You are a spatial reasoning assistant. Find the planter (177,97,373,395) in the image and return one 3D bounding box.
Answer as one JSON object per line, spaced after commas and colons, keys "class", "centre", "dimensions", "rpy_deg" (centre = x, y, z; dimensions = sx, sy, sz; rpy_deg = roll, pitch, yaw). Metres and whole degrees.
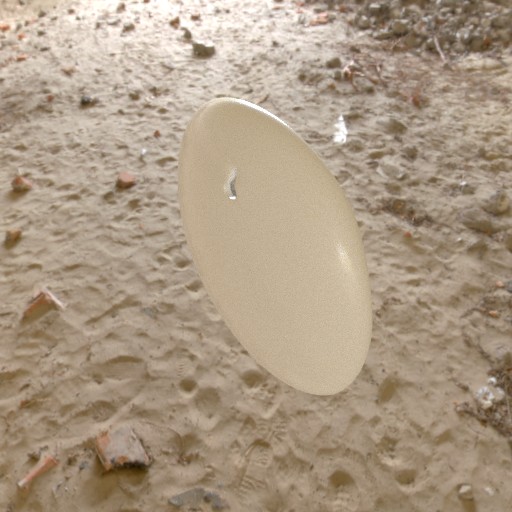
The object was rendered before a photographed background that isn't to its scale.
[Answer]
{"class": "planter", "centre": [0.000, 0.000, 0.275], "dimensions": [0.043, 0.188, 0.185], "rpy_deg": [-25, 46, -27]}
